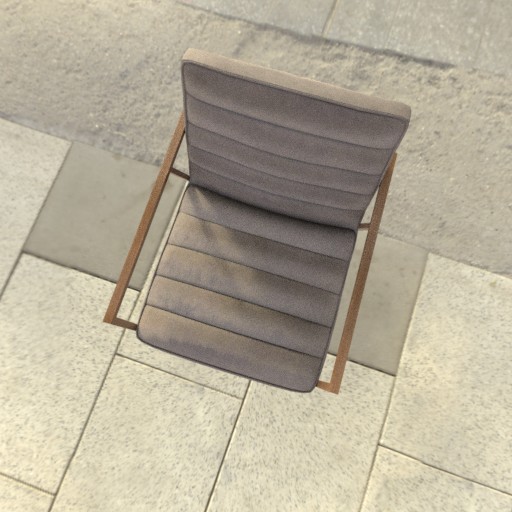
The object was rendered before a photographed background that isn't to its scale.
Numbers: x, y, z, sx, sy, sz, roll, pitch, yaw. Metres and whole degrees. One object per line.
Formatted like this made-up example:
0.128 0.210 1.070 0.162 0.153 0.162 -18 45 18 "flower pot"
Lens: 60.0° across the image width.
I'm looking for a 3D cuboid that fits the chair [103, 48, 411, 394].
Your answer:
0.000 0.000 1.302 0.578 0.843 0.682 17 77 4 "chair"
